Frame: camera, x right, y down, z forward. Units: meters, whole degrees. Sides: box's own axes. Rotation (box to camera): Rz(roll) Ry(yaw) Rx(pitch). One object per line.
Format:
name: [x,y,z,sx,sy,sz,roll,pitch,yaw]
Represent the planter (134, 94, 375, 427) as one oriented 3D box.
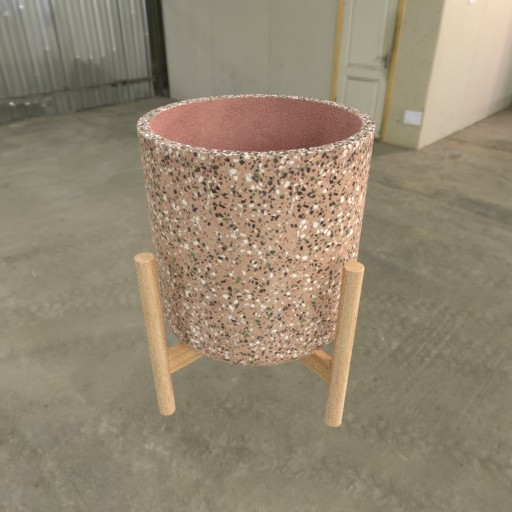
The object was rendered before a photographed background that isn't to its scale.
planter: [0.000,0.000,0.686,0.360,0.419,0.360,-9,32,-15]
